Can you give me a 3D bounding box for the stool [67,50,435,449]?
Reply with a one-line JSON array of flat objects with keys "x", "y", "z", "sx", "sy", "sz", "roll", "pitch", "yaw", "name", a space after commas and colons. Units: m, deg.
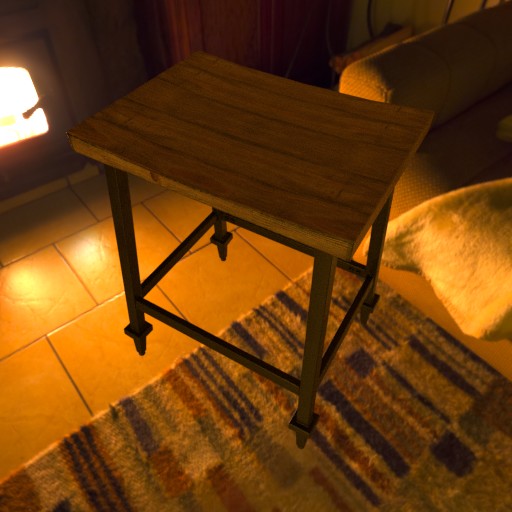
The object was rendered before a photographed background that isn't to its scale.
[{"x": 0.000, "y": 0.000, "z": 0.927, "sx": 0.486, "sy": 0.625, "sz": 0.405, "roll": 23, "pitch": 51, "yaw": 20, "name": "stool"}]
